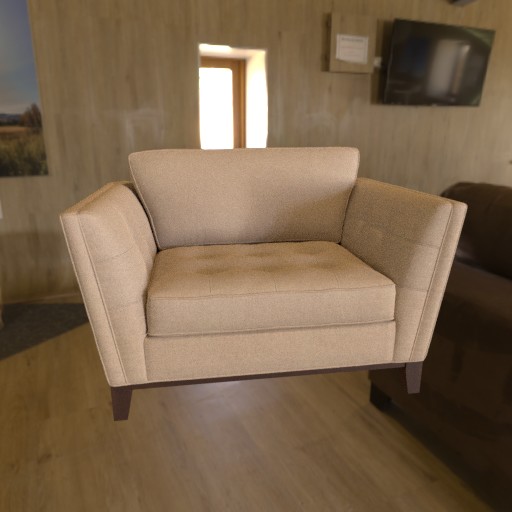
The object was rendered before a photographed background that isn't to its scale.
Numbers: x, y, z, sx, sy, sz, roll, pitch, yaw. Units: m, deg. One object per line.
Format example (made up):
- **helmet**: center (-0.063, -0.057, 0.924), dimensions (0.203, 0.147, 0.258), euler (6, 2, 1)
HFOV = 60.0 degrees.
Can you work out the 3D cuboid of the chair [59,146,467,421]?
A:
- **chair**: center (0.000, 0.000, 2.015), dimensions (1.397, 0.940, 0.965), euler (-2, 16, -8)
